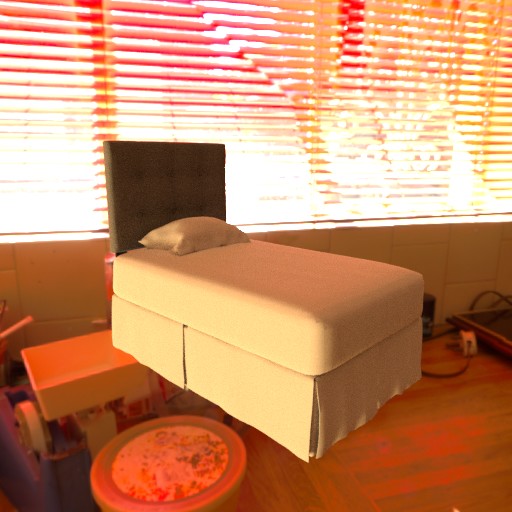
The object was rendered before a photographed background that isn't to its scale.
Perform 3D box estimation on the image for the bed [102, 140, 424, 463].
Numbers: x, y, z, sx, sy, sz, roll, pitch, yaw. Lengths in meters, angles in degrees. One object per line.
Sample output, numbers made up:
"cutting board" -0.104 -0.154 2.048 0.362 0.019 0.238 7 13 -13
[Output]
"bed" 0.000 0.000 3.059 1.997 1.571 1.261 12 17 43
